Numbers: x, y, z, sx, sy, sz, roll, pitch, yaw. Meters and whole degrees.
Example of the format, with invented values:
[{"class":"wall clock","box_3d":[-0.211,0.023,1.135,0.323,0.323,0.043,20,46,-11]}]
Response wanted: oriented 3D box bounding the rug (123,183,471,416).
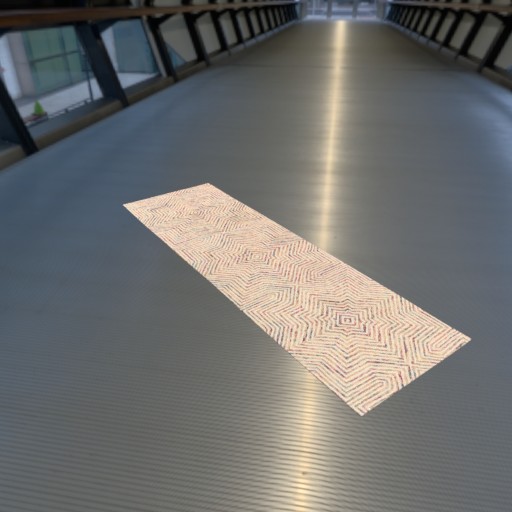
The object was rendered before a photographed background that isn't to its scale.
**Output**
[{"class":"rug","box_3d":[0.000,0.000,2.756,0.771,0.009,2.443,-20,37,-30]}]
